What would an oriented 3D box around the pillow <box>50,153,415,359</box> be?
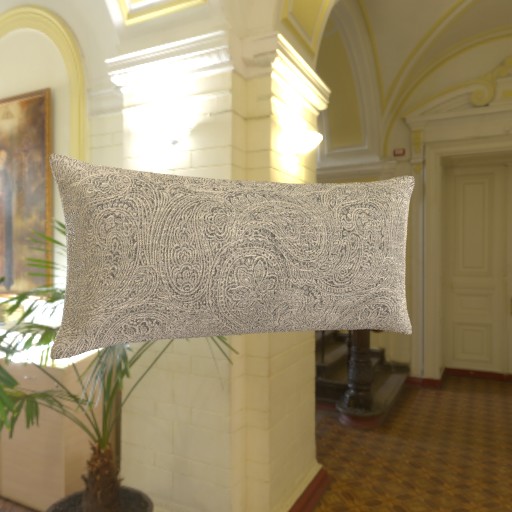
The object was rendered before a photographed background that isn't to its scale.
[{"bbox_3d":[0.000,0.000,0.724,0.615,0.295,0.151,0,0,-18],"label":"pillow"}]
